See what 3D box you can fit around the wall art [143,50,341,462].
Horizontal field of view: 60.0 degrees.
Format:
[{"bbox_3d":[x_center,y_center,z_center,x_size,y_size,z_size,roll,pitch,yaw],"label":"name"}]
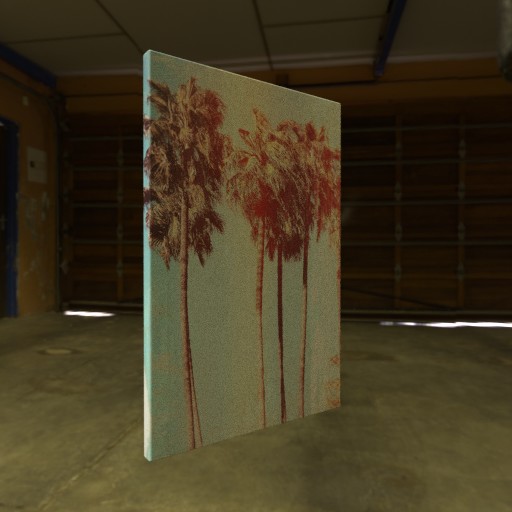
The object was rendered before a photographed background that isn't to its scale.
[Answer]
[{"bbox_3d":[0.000,0.000,1.170,0.605,0.915,0.037,0,1,-36],"label":"wall art"}]
